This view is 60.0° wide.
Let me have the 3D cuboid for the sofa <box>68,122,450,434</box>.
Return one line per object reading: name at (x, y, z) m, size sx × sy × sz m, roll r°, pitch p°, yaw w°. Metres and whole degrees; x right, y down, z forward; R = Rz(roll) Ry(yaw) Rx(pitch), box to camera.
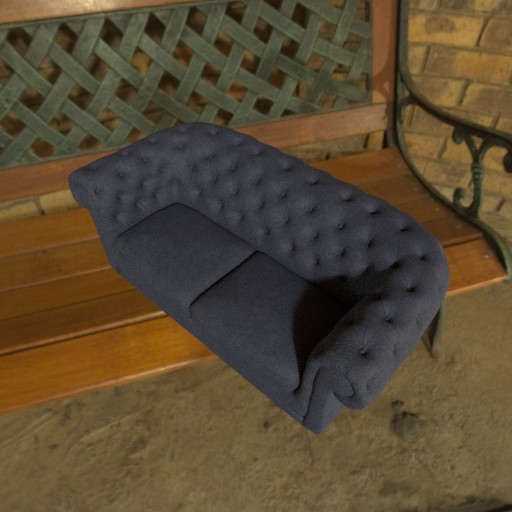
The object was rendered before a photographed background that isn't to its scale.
sofa at (0.000, 0.000, 2.531) m, size 1.988 × 0.833 × 1.082 m, roll 33°, pitch 55°, yaw 27°
